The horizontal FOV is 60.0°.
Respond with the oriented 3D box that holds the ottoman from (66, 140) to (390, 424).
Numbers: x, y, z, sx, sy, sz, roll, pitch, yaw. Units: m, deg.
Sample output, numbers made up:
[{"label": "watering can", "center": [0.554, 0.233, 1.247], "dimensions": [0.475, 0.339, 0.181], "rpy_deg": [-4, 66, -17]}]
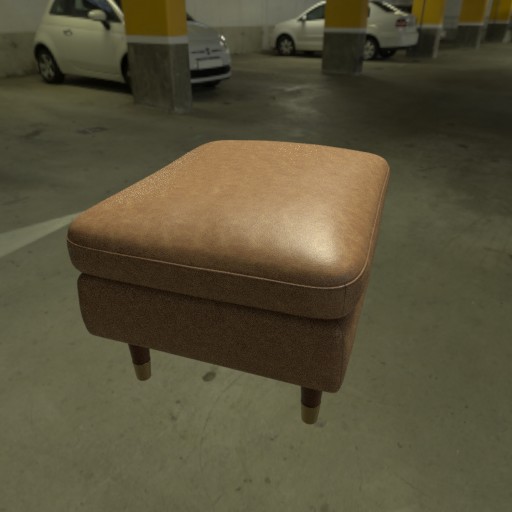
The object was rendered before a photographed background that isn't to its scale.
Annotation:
[{"label": "ottoman", "center": [0.000, 0.000, 1.147], "dimensions": [0.593, 0.478, 0.747], "rpy_deg": [9, 30, 16]}]
